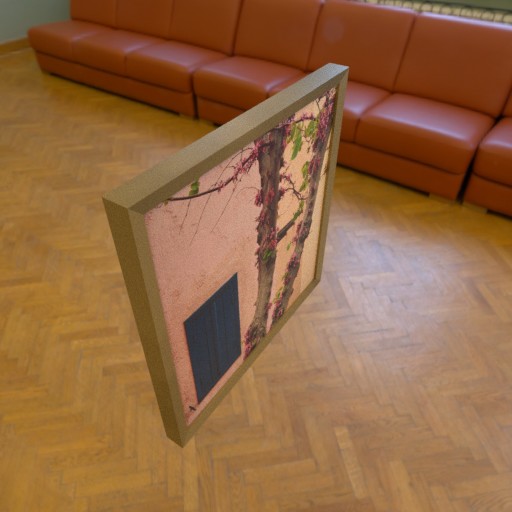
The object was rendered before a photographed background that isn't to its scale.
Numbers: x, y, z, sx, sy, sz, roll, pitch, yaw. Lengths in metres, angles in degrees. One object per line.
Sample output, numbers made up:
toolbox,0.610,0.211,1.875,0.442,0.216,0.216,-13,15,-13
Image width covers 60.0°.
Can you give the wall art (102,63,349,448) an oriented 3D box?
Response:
wall art,0.000,0.000,0.772,0.038,0.508,0.507,24,47,25
